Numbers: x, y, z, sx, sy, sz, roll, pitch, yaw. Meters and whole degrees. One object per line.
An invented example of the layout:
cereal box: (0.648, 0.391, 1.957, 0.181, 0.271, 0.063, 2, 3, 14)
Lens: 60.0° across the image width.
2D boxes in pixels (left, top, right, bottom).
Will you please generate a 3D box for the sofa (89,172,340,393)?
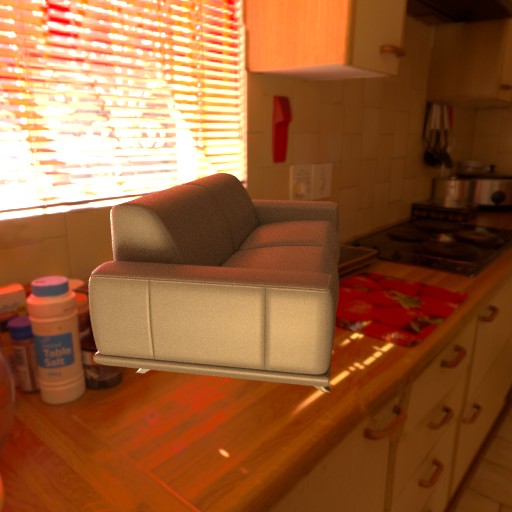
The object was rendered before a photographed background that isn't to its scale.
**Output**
sofa: (0.000, 0.000, 2.415, 0.900, 0.772, 1.901, 3, 16, 10)
